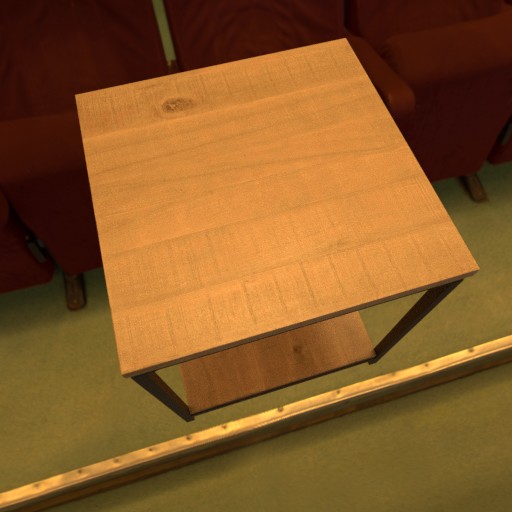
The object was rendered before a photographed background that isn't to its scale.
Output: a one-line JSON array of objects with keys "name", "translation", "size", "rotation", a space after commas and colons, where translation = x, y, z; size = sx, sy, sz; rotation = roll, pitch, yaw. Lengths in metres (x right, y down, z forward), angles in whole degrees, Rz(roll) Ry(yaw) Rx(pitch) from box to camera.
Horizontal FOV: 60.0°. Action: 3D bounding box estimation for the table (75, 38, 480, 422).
[{"name": "table", "translation": [0.000, 0.000, 0.962], "size": [0.507, 0.589, 0.503], "rotation": [-15, 65, -7]}]
